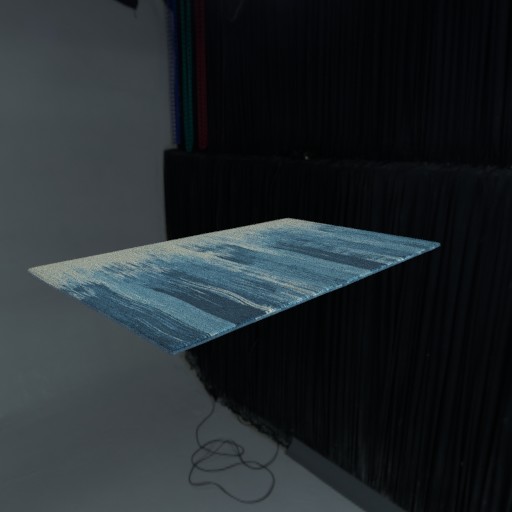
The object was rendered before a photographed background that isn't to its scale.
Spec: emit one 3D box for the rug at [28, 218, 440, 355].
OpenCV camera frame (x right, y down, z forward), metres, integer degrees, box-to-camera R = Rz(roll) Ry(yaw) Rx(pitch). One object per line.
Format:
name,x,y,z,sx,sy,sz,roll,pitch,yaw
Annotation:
rug,0.000,0.000,3.014,1.540,0.027,2.450,14,21,43
